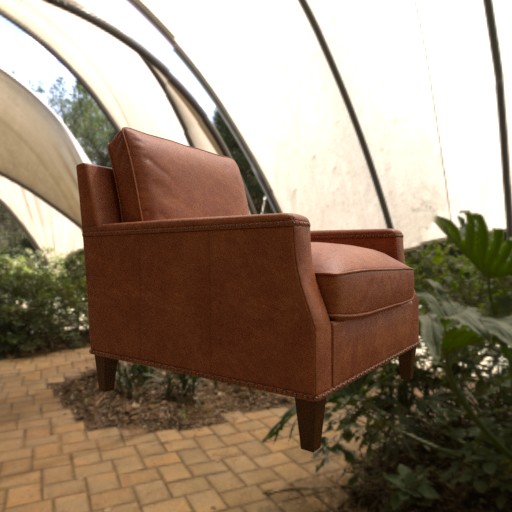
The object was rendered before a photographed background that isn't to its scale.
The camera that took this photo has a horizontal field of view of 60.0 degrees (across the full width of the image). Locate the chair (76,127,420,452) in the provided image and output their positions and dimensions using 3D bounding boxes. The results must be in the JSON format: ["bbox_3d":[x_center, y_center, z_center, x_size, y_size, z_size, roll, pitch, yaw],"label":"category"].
[{"bbox_3d":[0.000,0.000,1.652,1.014,0.943,0.853,0,0,36],"label":"chair"}]
